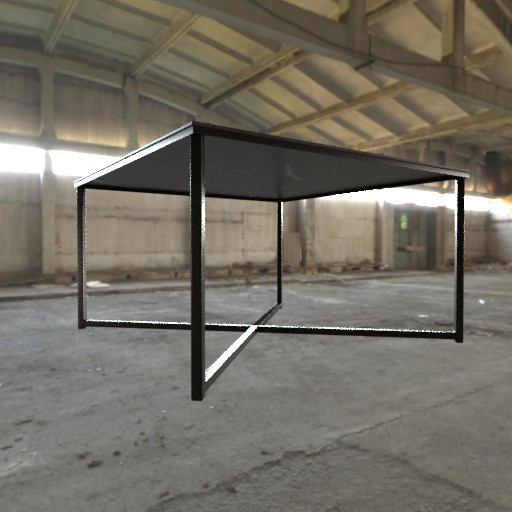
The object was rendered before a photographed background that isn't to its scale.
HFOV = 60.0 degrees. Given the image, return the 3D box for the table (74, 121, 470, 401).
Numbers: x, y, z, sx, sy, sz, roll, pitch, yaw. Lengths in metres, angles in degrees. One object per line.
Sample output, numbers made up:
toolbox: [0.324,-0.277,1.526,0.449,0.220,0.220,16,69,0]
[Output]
table: [0.000,0.000,1.258,0.800,0.450,0.800,-1,1,-35]
